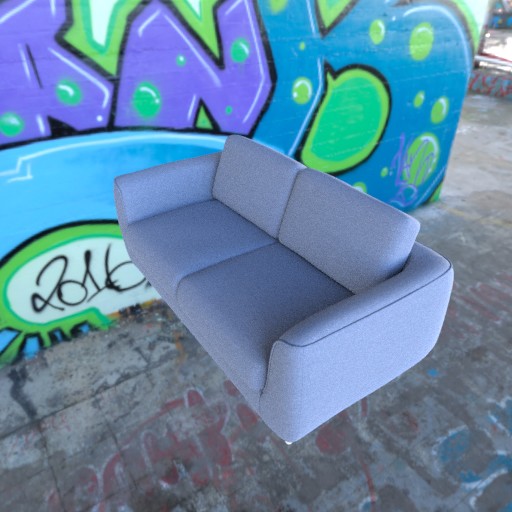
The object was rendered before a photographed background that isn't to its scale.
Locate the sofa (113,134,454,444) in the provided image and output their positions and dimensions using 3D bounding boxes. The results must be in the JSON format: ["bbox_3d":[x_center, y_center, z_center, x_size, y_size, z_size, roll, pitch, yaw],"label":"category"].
[{"bbox_3d":[0.000,0.000,2.217,0.920,0.850,1.700,-20,38,-29],"label":"sofa"}]
